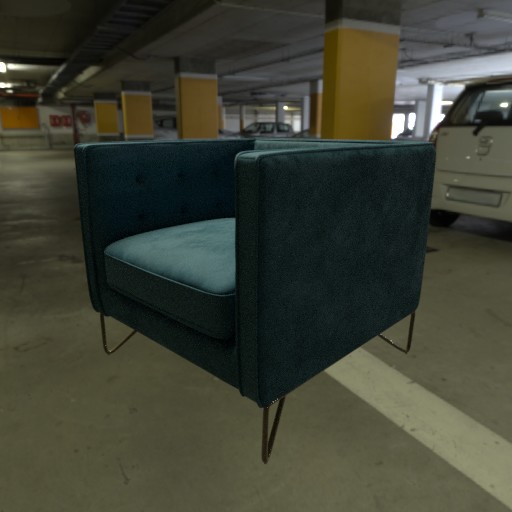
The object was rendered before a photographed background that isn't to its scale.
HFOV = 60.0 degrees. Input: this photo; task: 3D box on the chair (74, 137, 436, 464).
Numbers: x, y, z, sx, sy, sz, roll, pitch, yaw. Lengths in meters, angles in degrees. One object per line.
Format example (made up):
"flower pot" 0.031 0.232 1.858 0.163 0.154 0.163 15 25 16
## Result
"chair" 0.000 0.000 1.576 0.880 0.790 0.894 15 22 42
